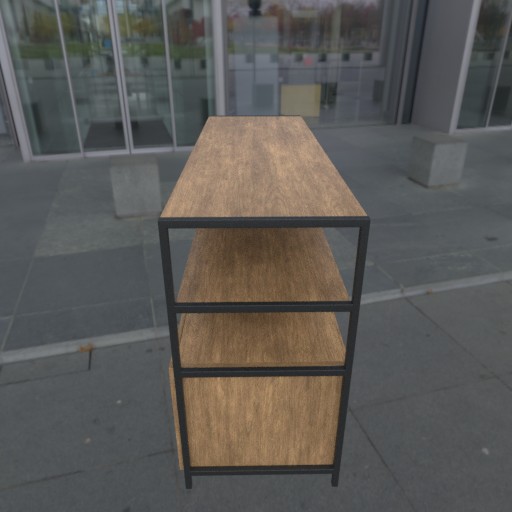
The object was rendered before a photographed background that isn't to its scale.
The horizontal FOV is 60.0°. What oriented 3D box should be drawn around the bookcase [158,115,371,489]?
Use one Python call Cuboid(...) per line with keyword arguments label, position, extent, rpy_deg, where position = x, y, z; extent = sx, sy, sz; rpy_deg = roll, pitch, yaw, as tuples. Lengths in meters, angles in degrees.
Cuboid(label="bookcase", position=(0.000, 0.000, 1.452), extent=(0.391, 0.712, 1.149), rpy_deg=(0, 26, -1))
